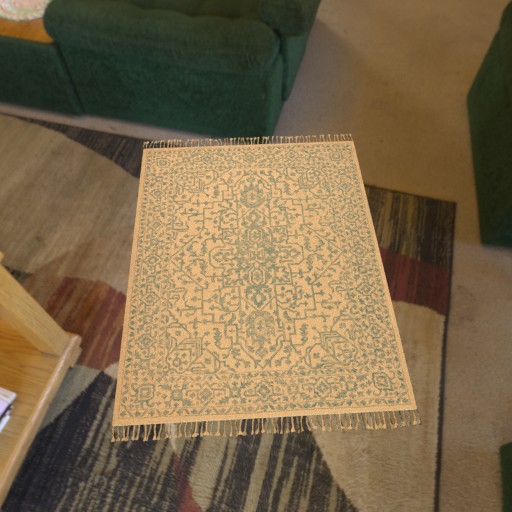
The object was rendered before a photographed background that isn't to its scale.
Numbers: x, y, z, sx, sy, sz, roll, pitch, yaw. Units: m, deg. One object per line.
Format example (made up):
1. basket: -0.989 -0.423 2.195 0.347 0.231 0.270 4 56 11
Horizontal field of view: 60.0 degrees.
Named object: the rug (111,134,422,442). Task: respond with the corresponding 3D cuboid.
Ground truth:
1. rug: 0.000 0.000 4.346 2.464 0.010 3.327 -3 58 -2
